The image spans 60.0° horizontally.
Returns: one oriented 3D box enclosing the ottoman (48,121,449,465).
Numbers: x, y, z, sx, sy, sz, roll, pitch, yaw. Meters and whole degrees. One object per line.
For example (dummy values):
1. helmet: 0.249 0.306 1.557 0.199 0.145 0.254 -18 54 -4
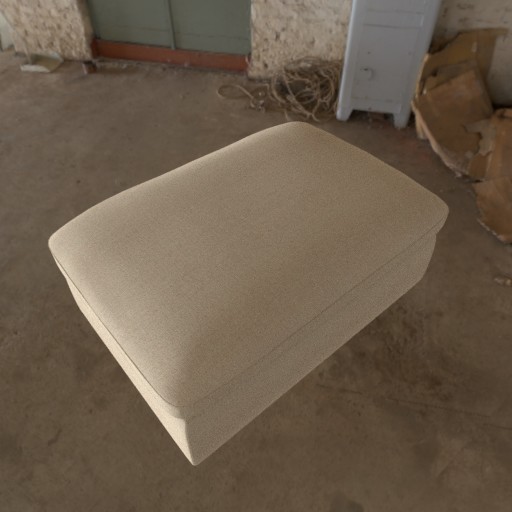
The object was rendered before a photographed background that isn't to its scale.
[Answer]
1. ottoman: 0.000 0.000 1.351 0.984 0.453 0.686 -32 54 -27
